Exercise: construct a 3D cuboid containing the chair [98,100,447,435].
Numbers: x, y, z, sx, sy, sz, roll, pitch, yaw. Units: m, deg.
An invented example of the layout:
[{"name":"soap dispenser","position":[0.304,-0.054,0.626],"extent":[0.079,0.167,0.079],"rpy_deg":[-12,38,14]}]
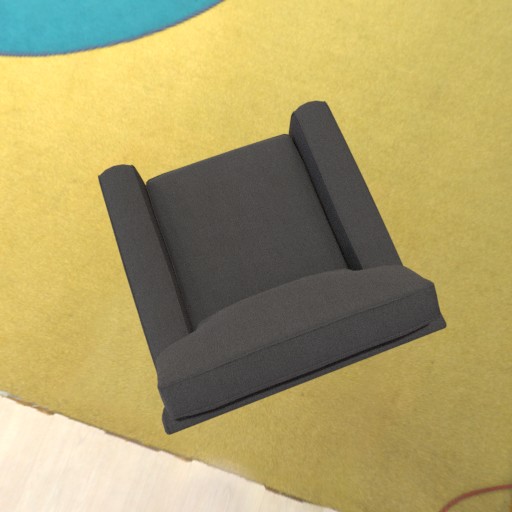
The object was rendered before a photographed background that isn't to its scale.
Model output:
[{"name":"chair","position":[0.000,0.000,1.830],"extent":[0.997,0.913,1.043],"rpy_deg":[-20,76,-5]}]
